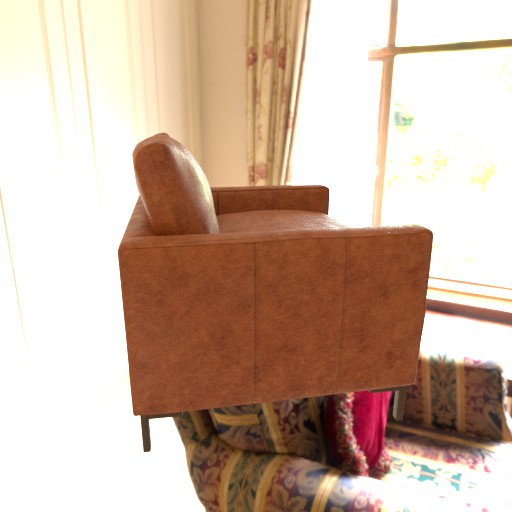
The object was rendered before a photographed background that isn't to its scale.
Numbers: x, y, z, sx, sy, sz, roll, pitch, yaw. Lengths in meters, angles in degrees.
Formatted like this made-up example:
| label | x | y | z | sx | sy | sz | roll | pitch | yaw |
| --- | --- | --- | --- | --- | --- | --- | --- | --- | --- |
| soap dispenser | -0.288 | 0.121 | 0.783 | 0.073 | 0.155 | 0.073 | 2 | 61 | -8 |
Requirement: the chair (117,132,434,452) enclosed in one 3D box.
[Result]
| label | x | y | z | sx | sy | sz | roll | pitch | yaw |
| --- | --- | --- | --- | --- | --- | --- | --- | --- | --- |
| chair | 0.000 | 0.000 | 1.632 | 0.862 | 0.869 | 0.967 | -3 | 17 | -10 |
